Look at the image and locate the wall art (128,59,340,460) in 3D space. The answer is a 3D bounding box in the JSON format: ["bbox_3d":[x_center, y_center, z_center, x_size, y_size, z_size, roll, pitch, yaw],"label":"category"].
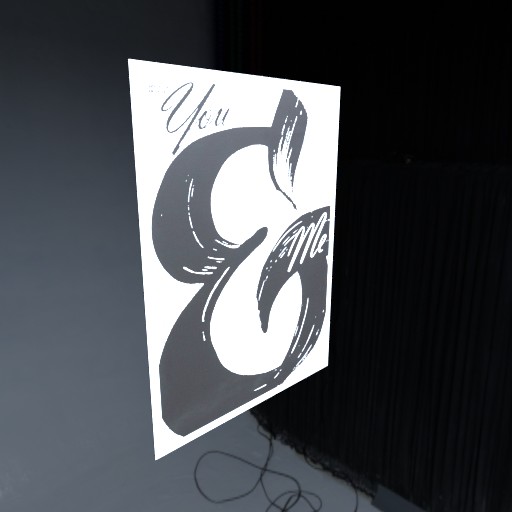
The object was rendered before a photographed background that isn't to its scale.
[{"bbox_3d":[0.000,0.000,0.804,0.457,0.609,0.003,-14,20,-42],"label":"wall art"}]
